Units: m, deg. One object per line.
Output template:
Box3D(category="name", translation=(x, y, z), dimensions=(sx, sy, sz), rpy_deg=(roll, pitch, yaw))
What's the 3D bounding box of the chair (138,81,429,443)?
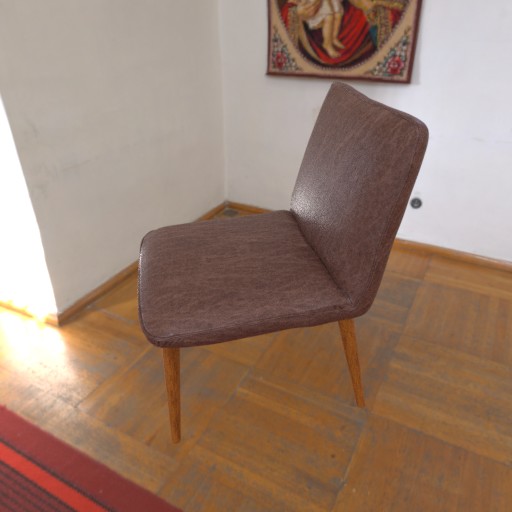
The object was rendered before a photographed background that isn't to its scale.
Box3D(category="chair", translation=(0.000, 0.000, 1.196), dimensions=(0.645, 0.803, 0.543), rpy_deg=(-9, 32, -14))
